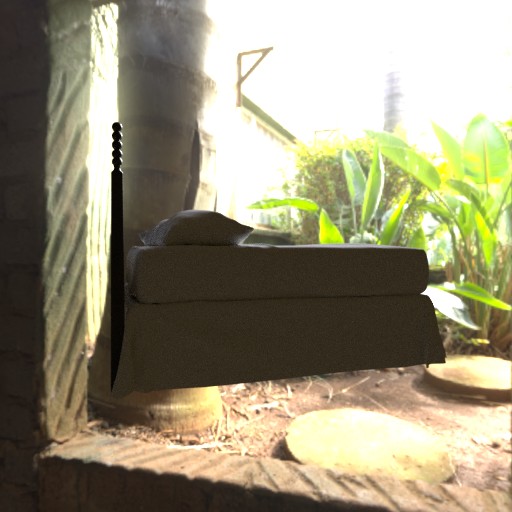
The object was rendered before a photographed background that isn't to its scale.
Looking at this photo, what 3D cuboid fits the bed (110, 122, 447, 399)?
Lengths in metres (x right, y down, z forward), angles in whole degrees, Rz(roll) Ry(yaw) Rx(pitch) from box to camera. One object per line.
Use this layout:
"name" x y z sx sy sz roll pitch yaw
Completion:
"bed" 0.000 0.000 3.279 2.040 1.356 1.873 0 1 -18
